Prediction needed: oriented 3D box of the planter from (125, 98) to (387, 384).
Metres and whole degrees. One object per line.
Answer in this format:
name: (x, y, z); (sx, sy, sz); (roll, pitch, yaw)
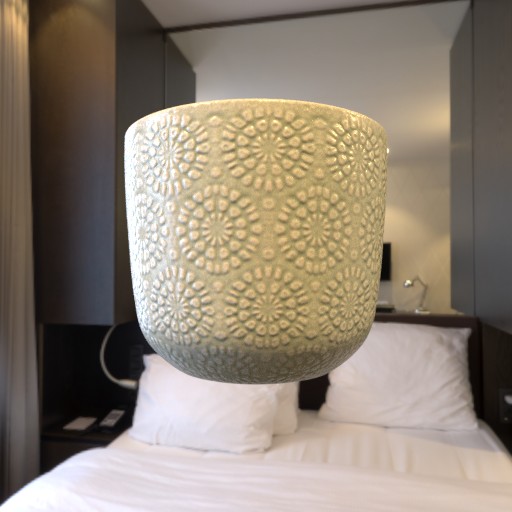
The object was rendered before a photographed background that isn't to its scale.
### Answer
planter: (0.000, 0.000, 0.217); (0.124, 0.109, 0.124); (0, -2, 0)
